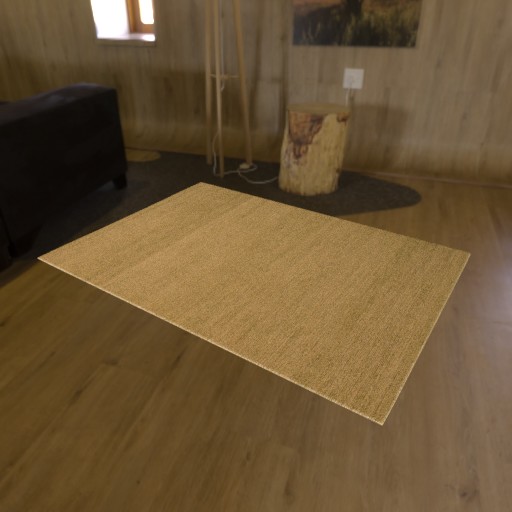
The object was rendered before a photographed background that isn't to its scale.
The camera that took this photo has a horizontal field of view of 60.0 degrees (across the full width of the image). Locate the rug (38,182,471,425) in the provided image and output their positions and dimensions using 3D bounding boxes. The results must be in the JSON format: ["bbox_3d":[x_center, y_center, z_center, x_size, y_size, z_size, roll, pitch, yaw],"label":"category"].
[{"bbox_3d":[0.000,0.000,4.919,3.935,0.025,2.782,19,35,29],"label":"rug"}]
